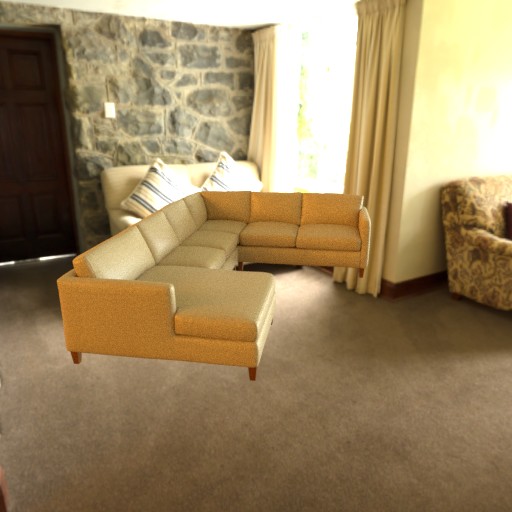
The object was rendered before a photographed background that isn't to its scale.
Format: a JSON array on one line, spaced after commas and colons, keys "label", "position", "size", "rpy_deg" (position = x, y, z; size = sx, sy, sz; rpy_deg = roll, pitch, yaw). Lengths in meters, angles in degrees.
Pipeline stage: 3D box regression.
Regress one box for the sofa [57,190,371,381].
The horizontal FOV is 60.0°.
[{"label": "sofa", "position": [0.000, 0.000, 4.879], "size": [2.594, 0.961, 3.460], "rpy_deg": [3, 18, 9]}]
